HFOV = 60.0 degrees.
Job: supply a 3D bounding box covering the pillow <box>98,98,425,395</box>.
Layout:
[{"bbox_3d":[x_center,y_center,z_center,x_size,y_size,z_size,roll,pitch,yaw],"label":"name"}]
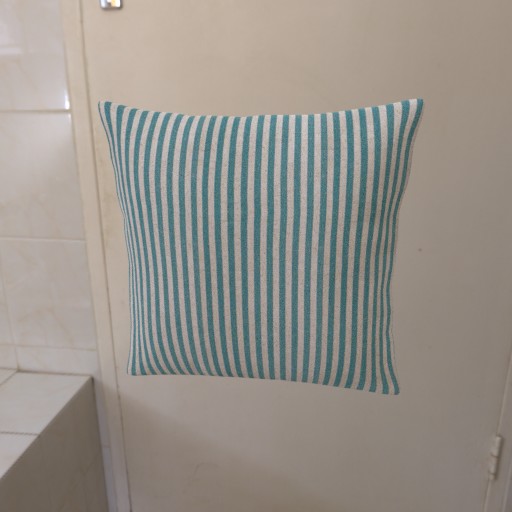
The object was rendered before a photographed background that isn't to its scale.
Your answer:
[{"bbox_3d":[0.000,0.000,0.765,0.523,0.510,0.166,2,16,8],"label":"pillow"}]
